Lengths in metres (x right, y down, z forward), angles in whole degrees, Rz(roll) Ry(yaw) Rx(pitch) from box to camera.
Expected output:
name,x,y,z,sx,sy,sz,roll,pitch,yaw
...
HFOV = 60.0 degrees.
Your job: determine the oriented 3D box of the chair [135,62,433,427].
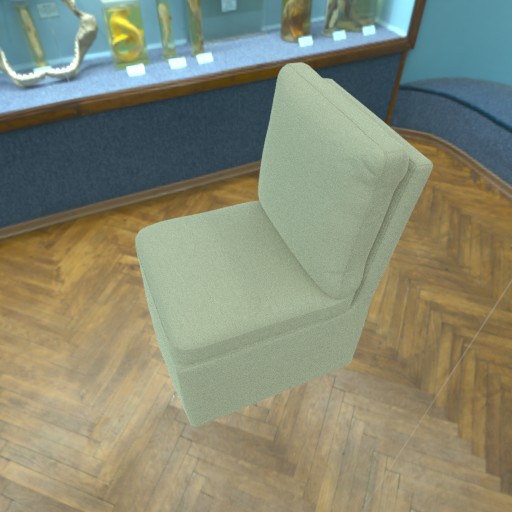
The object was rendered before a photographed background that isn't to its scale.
name,x,y,z,sx,sy,sz,roll,pitch,yaw
chair,0.000,0.000,1.350,0.698,0.927,0.503,-17,49,-16
